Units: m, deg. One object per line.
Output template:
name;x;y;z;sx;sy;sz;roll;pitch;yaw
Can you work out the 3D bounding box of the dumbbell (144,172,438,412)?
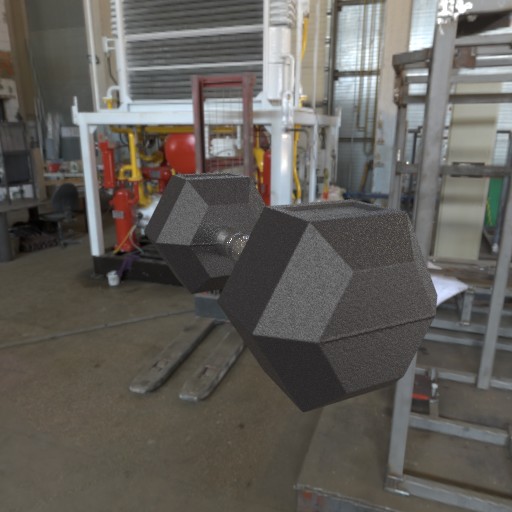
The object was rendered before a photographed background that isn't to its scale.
dumbbell;0.000;0.000;0.403;0.142;0.123;0.337;-8;18;-24
